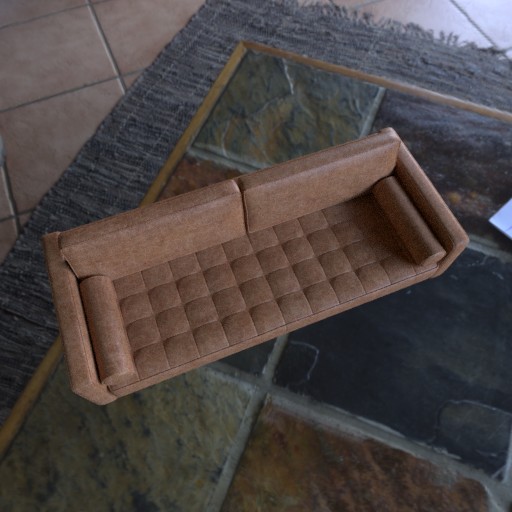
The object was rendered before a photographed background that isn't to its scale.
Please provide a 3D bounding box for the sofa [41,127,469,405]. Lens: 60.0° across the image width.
[{"bbox_3d":[0.000,0.000,2.578,2.200,0.770,0.919,-19,64,-10],"label":"sofa"}]
